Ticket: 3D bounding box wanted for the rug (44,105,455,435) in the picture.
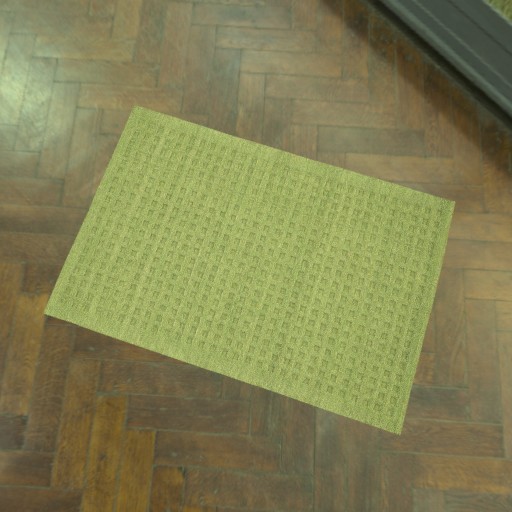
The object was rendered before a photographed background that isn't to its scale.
[{"bbox_3d":[0.000,0.000,2.849,2.297,0.007,1.529,18,77,4],"label":"rug"}]
